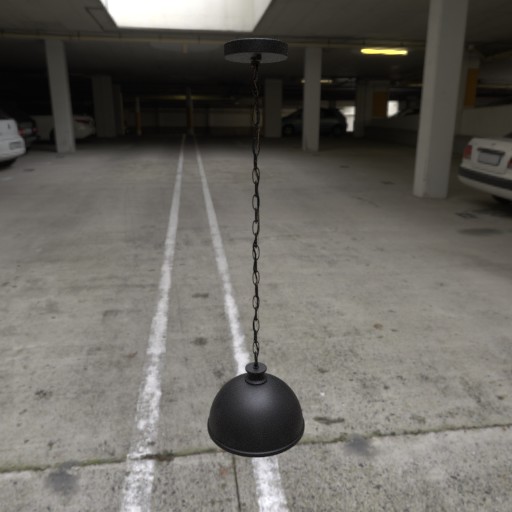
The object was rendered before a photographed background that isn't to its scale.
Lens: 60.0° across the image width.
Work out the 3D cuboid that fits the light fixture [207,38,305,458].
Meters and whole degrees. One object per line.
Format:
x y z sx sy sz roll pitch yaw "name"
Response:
0.000 0.000 1.248 0.304 1.090 0.304 -2 15 -8 "light fixture"
